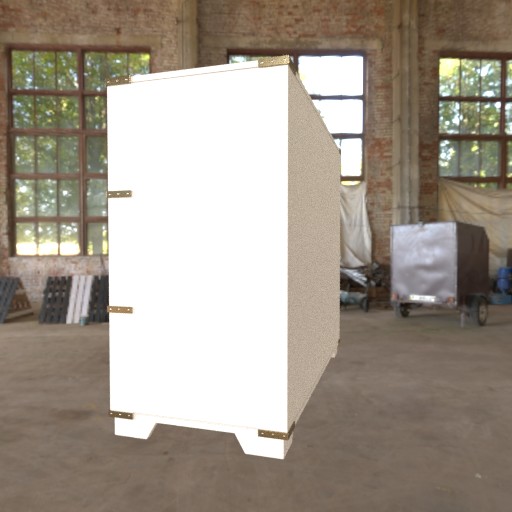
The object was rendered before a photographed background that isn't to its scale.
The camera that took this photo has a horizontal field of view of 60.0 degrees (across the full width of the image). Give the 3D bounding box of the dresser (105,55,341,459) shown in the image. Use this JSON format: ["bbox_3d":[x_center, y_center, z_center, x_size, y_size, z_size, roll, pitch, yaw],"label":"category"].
[{"bbox_3d":[0.000,0.000,1.514,0.460,0.891,1.022,0,2,17],"label":"dresser"}]
